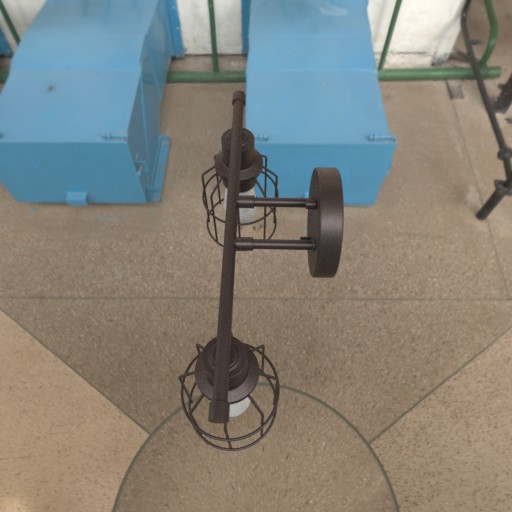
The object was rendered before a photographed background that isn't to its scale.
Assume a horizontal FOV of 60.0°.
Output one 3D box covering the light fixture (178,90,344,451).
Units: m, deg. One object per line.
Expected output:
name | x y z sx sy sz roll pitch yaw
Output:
light fixture | 0.000 0.000 0.530 0.165 0.254 0.406 1 58 1
